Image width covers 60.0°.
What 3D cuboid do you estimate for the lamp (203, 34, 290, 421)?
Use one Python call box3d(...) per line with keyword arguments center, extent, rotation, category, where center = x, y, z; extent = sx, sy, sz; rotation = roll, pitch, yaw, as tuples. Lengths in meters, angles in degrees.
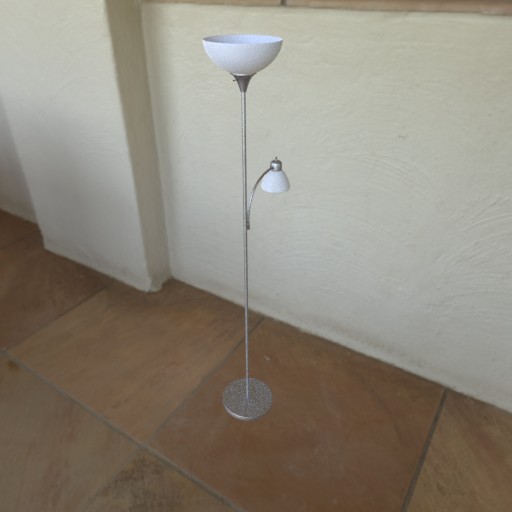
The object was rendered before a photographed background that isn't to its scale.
box3d(center=(0.000, 0.000, 2.024), extent=(0.279, 1.804, 0.425), rotation=(21, 38, 30), category="lamp")
